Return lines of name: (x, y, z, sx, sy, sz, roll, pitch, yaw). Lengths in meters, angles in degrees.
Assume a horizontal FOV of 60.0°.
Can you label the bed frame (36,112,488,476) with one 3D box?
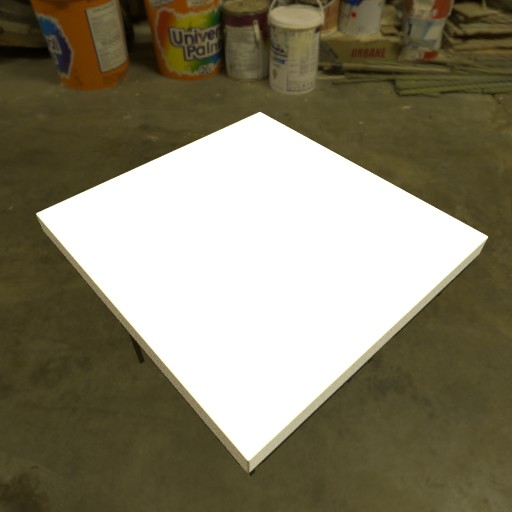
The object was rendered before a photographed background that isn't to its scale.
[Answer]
bed frame: (0.000, 0.000, 2.936, 1.930, 0.559, 2.032, -33, 55, -28)
